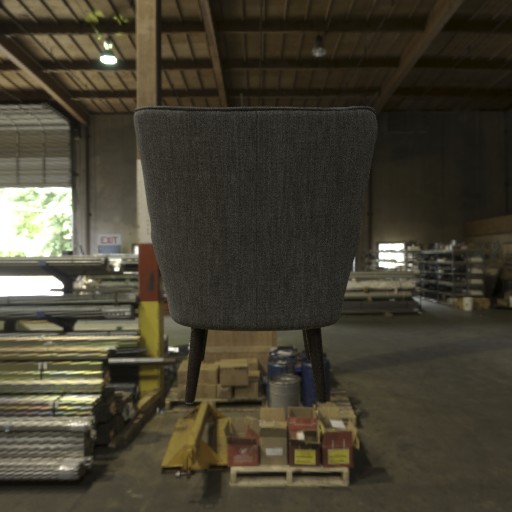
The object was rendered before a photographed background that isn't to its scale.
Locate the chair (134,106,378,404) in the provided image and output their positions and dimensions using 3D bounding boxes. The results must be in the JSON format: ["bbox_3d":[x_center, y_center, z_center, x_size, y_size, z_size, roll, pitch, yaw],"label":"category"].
[{"bbox_3d":[0.000,0.000,1.613,0.781,0.933,0.888,0,0,0],"label":"chair"}]
